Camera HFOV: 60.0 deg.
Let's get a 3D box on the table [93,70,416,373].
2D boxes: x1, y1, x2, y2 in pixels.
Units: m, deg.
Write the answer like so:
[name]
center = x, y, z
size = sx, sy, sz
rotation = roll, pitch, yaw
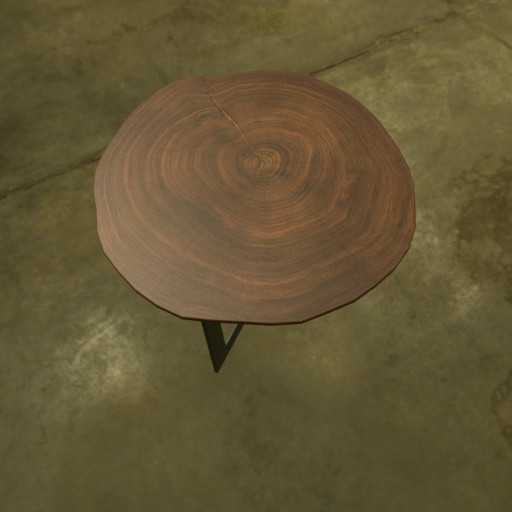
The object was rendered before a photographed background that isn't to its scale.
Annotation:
[table]
center = 0.000, 0.000, 0.865
size = 0.477, 0.476, 0.494
rotation = 13, 60, 8
